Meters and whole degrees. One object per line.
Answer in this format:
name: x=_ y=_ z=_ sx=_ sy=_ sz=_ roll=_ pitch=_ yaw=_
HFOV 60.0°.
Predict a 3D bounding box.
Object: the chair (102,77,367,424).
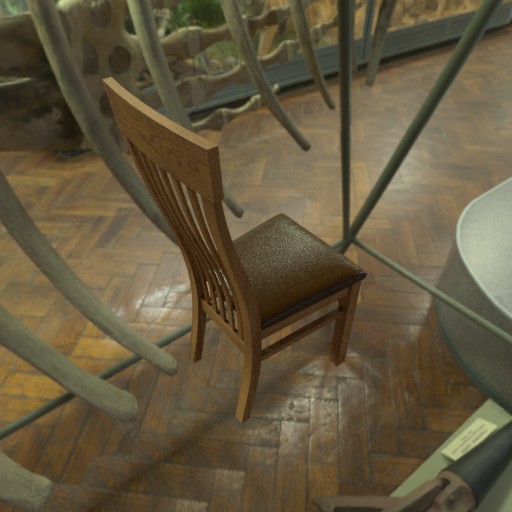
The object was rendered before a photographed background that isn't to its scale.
chair: x=0.000 y=0.000 z=1.354 sx=0.580 sy=1.050 sz=0.450 roll=-26 pitch=46 yaw=-28
